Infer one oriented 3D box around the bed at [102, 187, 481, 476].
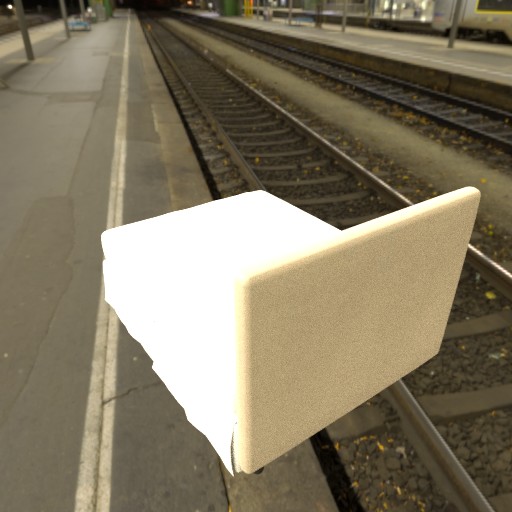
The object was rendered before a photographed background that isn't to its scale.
[{"bbox_3d":[0.000,0.000,3.179,1.723,1.330,2.142,-19,35,-30],"label":"bed"}]
